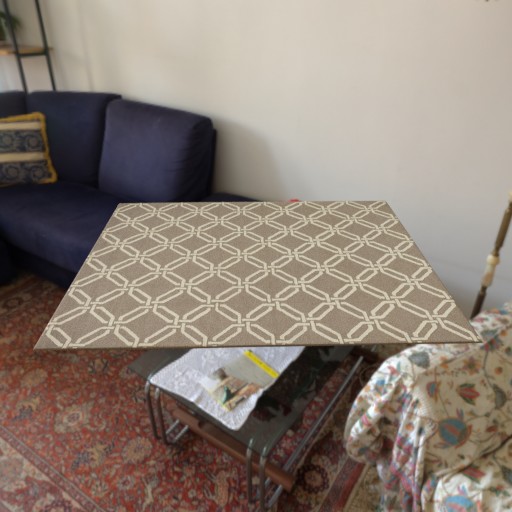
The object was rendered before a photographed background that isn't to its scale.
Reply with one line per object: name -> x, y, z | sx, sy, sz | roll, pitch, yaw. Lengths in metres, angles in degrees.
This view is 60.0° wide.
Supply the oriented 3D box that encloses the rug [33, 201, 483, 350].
rug -> 0.000, 0.000, 3.833 | 2.895, 0.018, 2.288 | -1, 31, -1
